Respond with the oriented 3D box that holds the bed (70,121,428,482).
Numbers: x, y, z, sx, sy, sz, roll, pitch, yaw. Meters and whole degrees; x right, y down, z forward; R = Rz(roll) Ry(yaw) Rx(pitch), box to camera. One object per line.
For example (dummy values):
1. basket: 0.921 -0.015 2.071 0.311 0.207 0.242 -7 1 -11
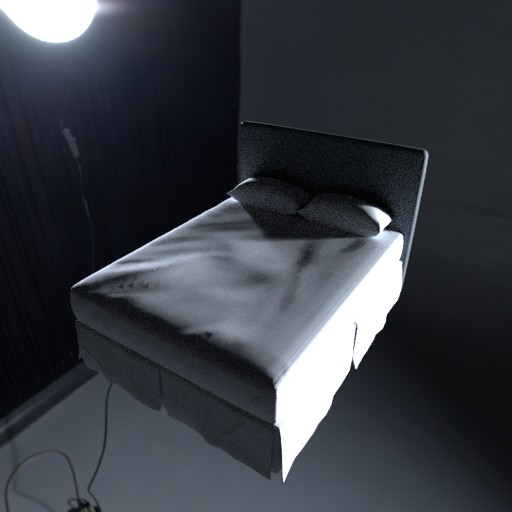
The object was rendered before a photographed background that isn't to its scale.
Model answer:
1. bed: 0.000 0.000 3.205 1.713 1.330 2.142 18 35 28
